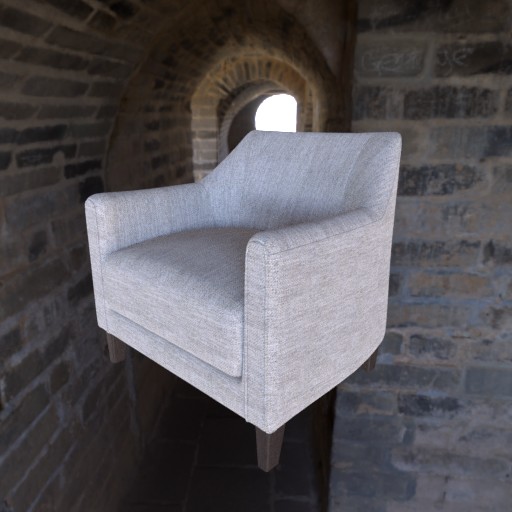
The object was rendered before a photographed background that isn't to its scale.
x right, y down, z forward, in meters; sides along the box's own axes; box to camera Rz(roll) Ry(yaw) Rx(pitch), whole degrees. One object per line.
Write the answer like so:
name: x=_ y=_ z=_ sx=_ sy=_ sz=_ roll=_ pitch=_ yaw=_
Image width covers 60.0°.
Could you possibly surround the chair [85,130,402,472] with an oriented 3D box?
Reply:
chair: x=0.000 y=0.000 z=1.415 sx=0.796 sy=0.761 sz=0.758 roll=16 pitch=23 yaw=42
